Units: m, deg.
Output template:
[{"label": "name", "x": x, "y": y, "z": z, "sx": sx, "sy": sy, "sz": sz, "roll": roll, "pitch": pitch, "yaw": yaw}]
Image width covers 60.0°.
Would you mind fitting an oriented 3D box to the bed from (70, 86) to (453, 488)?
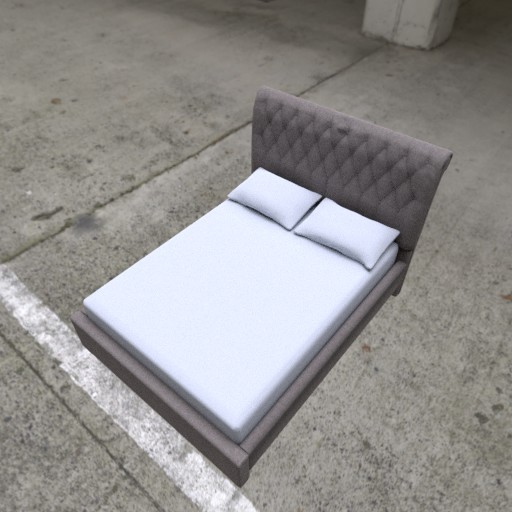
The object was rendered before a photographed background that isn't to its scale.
[{"label": "bed", "x": 0.000, "y": 0.000, "z": 3.233, "sx": 1.645, "sy": 1.371, "sz": 2.252, "roll": 30, "pitch": 52, "yaw": 27}]
